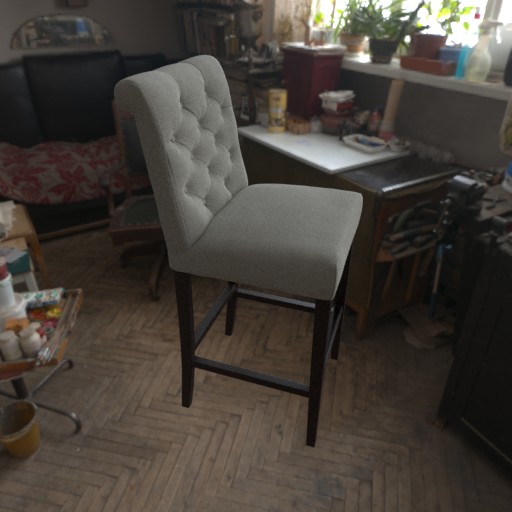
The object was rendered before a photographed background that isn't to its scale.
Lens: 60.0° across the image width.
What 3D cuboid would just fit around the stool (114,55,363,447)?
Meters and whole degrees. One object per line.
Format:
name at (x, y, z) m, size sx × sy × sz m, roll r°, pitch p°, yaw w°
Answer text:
stool at (0.000, 0.000, 1.451) m, size 0.601 × 1.140 × 0.493 m, roll 10°, pitch 33°, yaw 16°
